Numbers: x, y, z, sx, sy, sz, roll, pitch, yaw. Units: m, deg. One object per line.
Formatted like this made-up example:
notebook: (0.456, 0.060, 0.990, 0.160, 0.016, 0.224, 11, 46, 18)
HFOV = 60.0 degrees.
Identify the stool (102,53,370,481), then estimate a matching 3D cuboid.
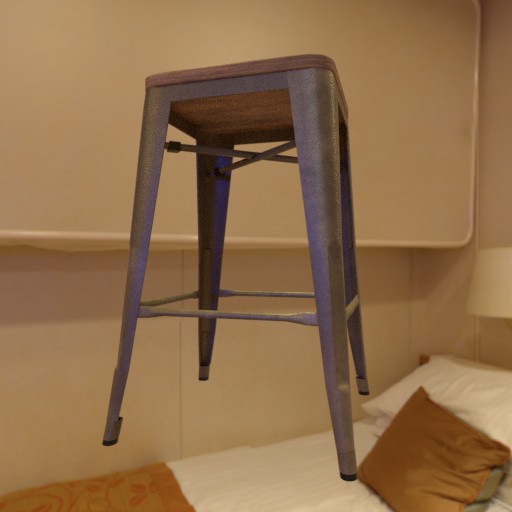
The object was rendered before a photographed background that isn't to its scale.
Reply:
stool: (0.000, 0.000, 0.848, 0.407, 0.607, 0.407, 0, 0, 17)
